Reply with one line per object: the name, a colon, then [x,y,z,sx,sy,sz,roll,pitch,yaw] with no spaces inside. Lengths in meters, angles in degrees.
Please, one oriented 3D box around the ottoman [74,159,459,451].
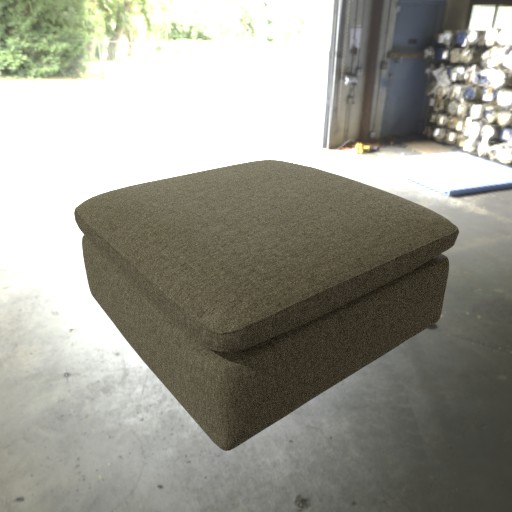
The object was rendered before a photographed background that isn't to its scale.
ottoman: [0.000,0.000,1.656,1.035,0.526,1.039,-19,33,-33]
